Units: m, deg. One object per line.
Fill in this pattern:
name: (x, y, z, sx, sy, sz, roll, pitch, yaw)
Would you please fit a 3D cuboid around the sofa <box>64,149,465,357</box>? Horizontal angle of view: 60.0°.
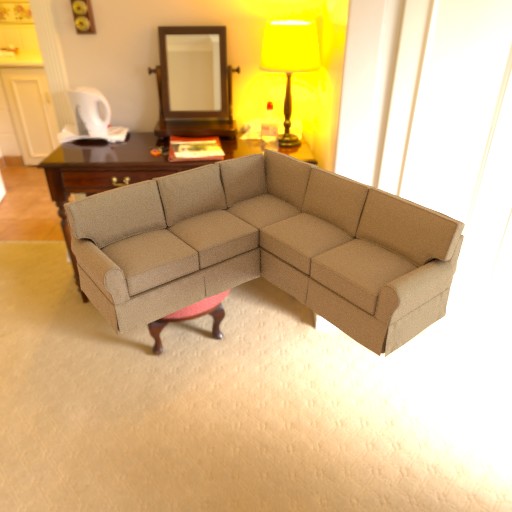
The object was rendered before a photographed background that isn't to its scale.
sofa: (0.000, 0.000, 4.307, 2.730, 1.124, 2.733, -22, 37, -32)
